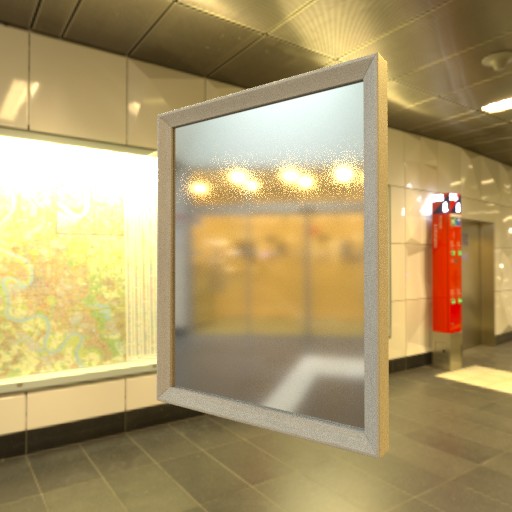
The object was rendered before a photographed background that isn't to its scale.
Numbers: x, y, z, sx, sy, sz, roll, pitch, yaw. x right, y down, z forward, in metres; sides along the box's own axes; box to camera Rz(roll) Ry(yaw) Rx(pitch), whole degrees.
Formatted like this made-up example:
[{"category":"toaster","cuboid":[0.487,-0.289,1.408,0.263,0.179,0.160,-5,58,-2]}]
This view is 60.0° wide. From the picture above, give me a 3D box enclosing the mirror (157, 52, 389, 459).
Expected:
[{"category":"mirror","cuboid":[0.000,0.000,0.688,0.406,0.509,0.041,-1,-1,36]}]
